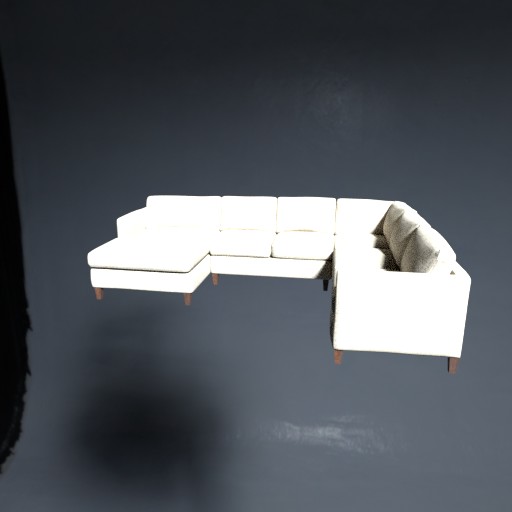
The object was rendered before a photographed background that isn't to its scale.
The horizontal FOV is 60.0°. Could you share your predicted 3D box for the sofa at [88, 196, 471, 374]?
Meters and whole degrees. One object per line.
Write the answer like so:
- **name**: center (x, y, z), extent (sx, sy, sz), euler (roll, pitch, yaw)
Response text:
- **sofa**: center (0.000, 0.000, 4.565), extent (3.460, 0.959, 2.593), euler (3, 16, 9)
